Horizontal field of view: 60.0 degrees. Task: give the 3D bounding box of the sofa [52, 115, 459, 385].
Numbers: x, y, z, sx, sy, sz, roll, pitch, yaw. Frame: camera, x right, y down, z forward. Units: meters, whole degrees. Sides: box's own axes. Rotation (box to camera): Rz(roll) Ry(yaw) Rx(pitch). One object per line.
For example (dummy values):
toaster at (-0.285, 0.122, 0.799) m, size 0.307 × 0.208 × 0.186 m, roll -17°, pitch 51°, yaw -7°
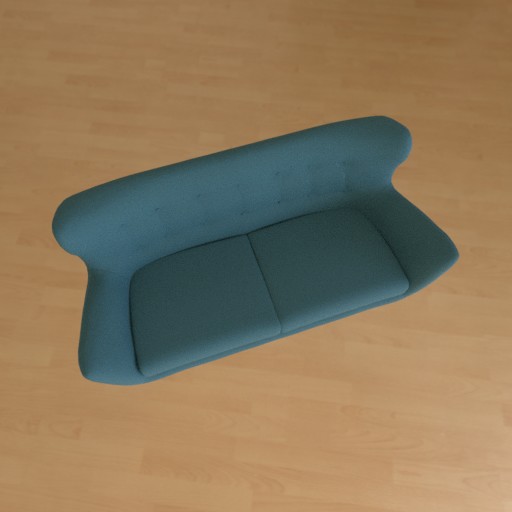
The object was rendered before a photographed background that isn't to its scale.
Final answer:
sofa at (0.000, 0.000, 2.436) m, size 1.930 × 0.890 × 0.889 m, roll -17°, pitch 65°, yaw -8°
